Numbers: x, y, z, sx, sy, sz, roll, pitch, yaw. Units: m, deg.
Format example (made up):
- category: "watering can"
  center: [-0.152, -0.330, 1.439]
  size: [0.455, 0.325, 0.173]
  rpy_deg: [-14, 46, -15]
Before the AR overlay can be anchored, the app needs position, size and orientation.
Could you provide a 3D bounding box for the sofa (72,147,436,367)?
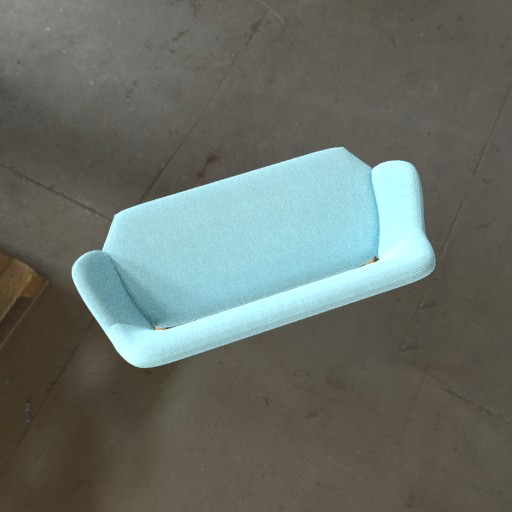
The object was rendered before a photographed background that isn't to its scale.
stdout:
- category: "sofa"
  center: [0.000, 0.000, 1.595]
  size: [1.150, 0.840, 0.610]
  rpy_deg: [-17, 75, -5]
